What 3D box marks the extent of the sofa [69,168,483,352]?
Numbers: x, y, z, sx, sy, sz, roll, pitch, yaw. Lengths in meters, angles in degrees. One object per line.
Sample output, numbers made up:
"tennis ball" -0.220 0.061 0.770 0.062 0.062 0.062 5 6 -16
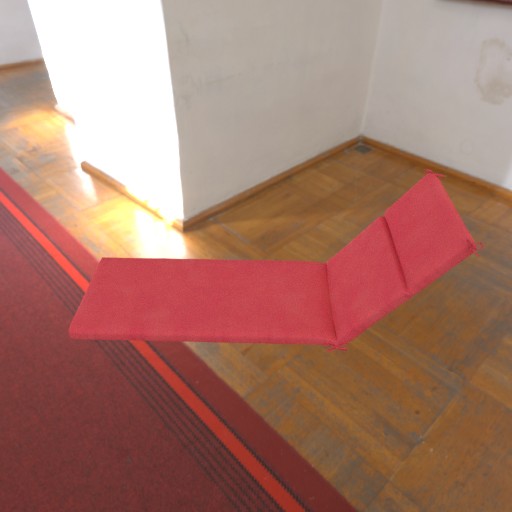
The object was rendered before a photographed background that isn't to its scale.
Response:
"sofa" 0.000 0.000 1.980 1.663 0.622 0.582 1 40 1
